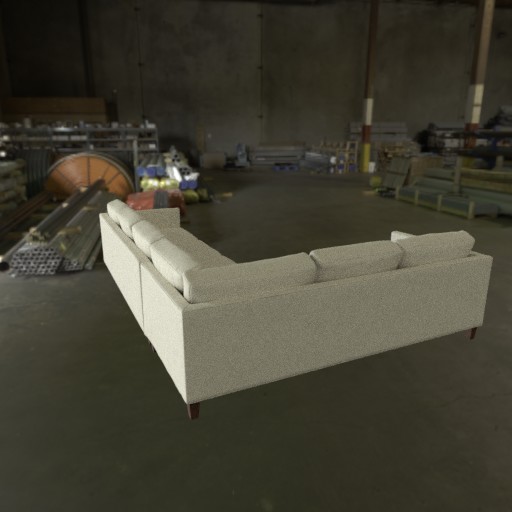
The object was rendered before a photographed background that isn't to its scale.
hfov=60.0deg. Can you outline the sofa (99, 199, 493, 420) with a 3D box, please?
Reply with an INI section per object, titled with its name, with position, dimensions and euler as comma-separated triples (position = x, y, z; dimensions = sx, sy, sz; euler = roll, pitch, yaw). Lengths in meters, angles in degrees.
[sofa]
position = 0.000, 0.000, 4.246
dimensions = 2.432, 0.863, 3.182
euler = -8, 18, -25
